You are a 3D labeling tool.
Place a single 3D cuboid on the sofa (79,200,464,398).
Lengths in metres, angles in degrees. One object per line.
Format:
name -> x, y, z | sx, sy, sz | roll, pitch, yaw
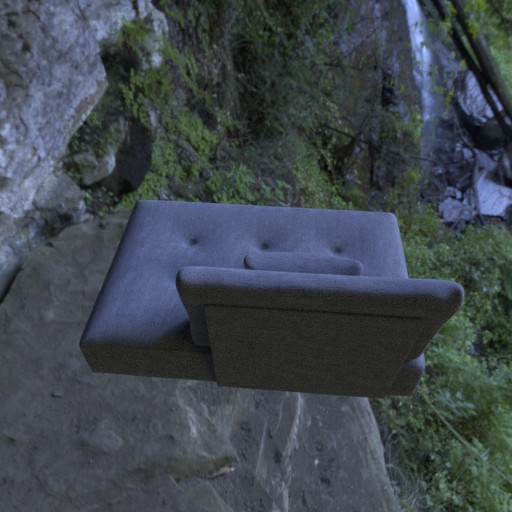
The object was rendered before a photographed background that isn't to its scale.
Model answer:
sofa -> 0.000, 0.000, 2.003 | 1.450, 0.820, 1.002 | 3, 47, 3
